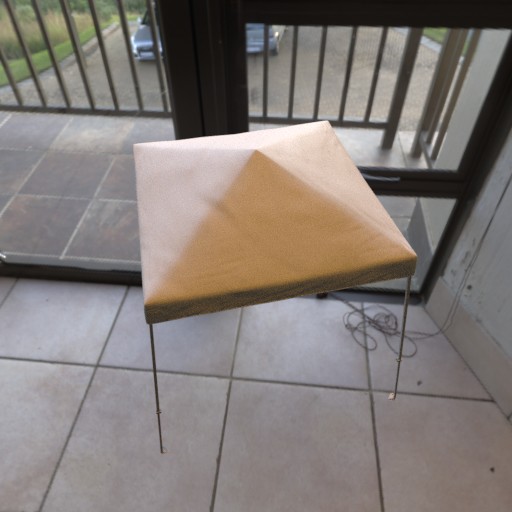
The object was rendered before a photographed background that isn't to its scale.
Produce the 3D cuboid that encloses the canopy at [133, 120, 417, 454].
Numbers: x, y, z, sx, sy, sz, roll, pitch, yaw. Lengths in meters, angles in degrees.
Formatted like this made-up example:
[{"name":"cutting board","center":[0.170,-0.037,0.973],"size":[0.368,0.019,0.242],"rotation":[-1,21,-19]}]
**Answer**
[{"name":"canopy","center":[0.000,0.000,5.105],"size":[2.848,2.849,2.849],"rotation":[-9,47,-9]}]
